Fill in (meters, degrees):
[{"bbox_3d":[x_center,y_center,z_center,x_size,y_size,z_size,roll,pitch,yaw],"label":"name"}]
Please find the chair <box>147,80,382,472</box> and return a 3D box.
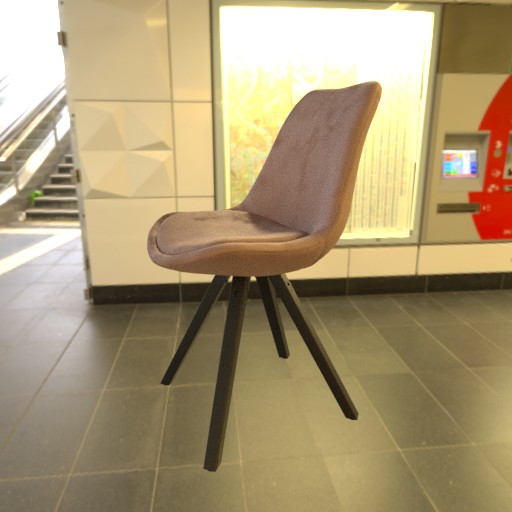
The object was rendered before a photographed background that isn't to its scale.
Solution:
[{"bbox_3d":[0.000,0.000,1.169,0.547,0.865,0.483,-7,17,-25],"label":"chair"}]
